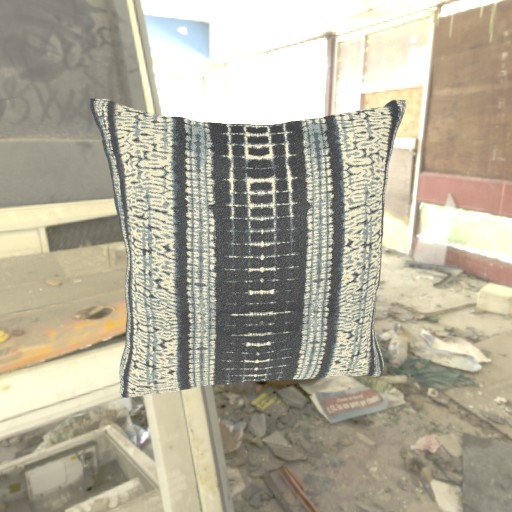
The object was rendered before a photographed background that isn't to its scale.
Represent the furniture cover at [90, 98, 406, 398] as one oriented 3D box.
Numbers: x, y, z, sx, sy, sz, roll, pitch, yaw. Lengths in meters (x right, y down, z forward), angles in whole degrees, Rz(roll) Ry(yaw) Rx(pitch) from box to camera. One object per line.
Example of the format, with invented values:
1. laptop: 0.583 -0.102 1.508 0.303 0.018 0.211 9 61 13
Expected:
1. furniture cover: 0.000 0.000 0.648 0.425 0.435 0.133 -2 16 -8
